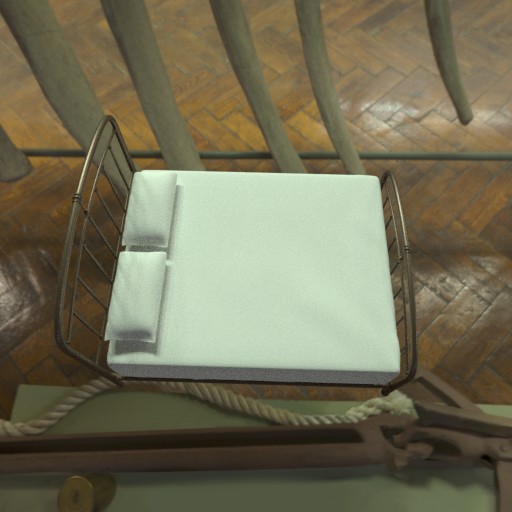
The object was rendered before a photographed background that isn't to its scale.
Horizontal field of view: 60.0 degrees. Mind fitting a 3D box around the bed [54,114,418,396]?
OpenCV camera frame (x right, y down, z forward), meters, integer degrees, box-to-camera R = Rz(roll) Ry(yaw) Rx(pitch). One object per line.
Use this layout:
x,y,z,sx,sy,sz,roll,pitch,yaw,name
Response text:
0.000,0.000,3.240,2.168,1.475,1.711,2,64,1,bed
